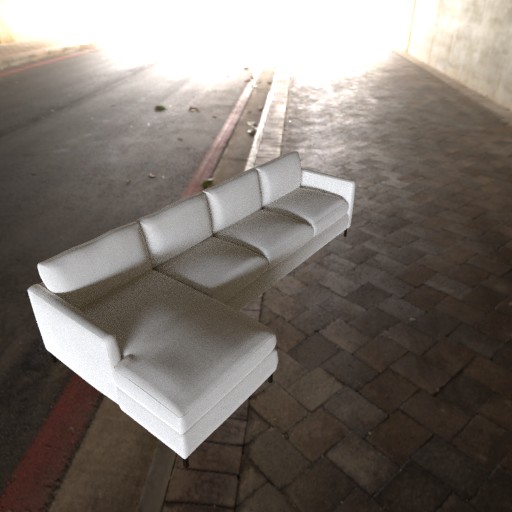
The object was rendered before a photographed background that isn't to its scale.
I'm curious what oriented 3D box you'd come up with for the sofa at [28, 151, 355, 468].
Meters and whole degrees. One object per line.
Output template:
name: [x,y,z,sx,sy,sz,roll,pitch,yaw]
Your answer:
sofa: [0.000,0.000,3.728,1.467,0.875,3.186,21,37,31]
